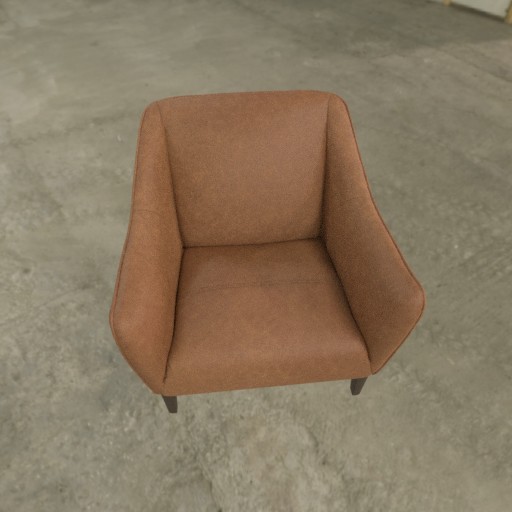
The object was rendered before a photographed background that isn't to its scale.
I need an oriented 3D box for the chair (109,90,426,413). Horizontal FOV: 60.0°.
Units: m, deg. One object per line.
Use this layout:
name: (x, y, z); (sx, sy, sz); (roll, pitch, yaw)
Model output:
chair: (0.000, 0.000, 1.584); (0.871, 0.830, 0.852); (-4, 46, -4)
